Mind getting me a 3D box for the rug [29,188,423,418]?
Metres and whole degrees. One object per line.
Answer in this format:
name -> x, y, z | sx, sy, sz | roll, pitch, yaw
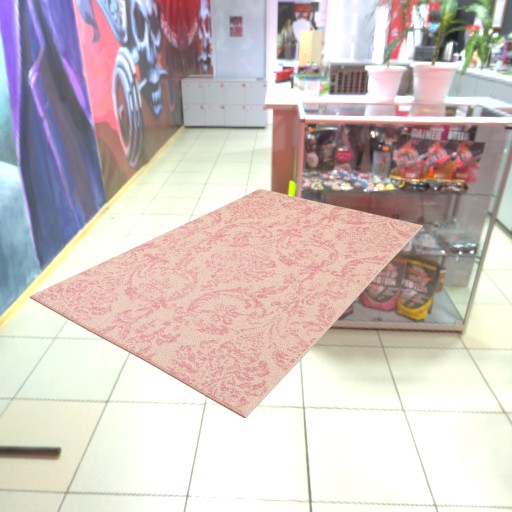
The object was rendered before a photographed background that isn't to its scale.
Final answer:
rug -> 0.000, 0.000, 2.362 | 1.219, 0.012, 1.839 | 18, 32, 31
